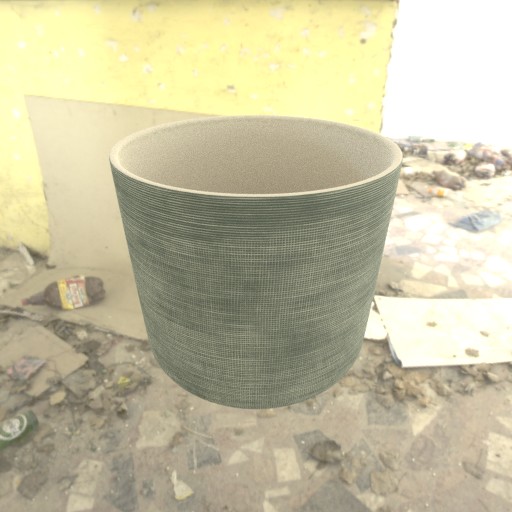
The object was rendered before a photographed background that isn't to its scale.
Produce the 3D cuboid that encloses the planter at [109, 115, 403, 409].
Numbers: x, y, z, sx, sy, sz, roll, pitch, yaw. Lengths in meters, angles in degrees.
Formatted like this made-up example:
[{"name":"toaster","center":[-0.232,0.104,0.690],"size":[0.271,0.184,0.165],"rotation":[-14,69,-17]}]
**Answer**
[{"name":"planter","center":[0.000,0.000,0.787],"size":[0.440,0.398,0.440],"rotation":[0,29,0]}]
